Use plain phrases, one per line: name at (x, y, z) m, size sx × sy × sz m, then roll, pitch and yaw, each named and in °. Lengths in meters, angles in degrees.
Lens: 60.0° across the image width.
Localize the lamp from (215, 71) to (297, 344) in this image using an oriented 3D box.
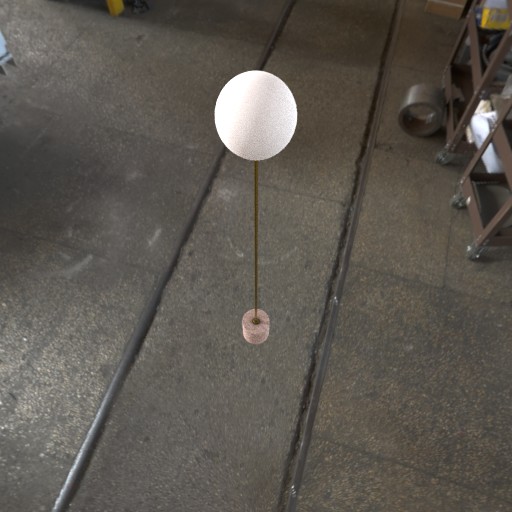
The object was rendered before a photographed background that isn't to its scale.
lamp at (0.000, 0.000, 1.883) m, size 0.229 × 1.748 × 0.229 m, roll -15°, pitch 60°, yaw -9°
